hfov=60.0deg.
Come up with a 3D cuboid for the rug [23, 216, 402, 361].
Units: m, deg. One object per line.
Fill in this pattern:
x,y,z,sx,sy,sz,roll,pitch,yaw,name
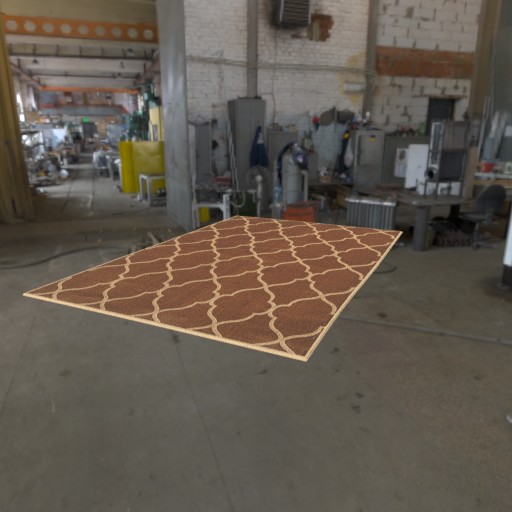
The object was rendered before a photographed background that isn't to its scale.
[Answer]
0.000,0.000,2.909,1.526,0.014,2.290,8,18,25,rug
